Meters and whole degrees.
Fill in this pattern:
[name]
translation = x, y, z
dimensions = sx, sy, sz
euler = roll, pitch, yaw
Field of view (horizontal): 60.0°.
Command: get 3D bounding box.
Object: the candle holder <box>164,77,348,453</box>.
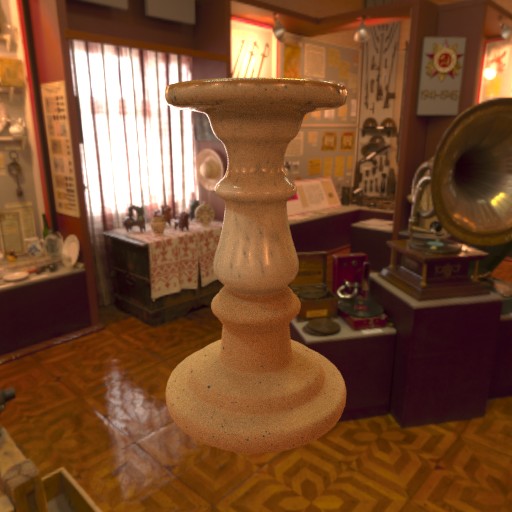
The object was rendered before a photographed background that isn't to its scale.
[candle holder]
translation = 0.000, 0.000, 0.283
dimensions = 0.123, 0.202, 0.123
euler = 0, 16, 0
